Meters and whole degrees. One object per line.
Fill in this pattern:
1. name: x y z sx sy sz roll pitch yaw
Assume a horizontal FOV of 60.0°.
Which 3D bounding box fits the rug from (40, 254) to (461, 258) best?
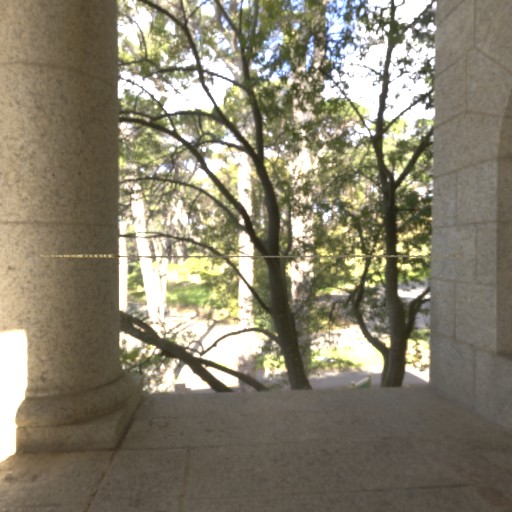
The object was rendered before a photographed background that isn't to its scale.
1. rug: 0.000 0.000 2.303 1.875 0.013 1.162 0 0 -35
